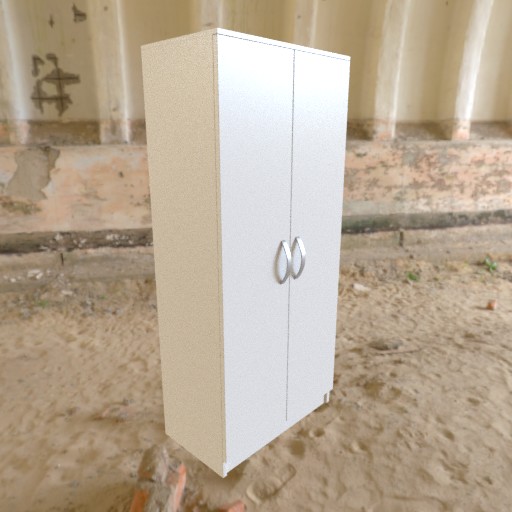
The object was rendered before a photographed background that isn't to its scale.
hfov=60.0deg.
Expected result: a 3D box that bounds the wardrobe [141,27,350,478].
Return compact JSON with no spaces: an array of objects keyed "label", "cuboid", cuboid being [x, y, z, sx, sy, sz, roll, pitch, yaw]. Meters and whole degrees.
[{"label":"wardrobe","cuboid":[0.000,0.000,1.998,0.470,1.700,0.760,14,21,42]}]
